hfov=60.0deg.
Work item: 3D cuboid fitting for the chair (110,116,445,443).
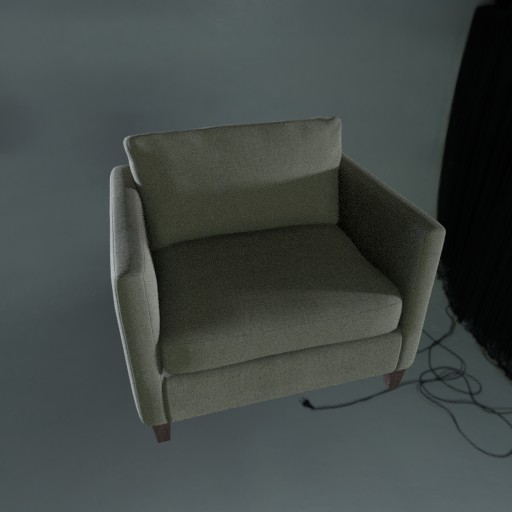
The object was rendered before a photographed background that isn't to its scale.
[{"bbox_3d":[0.000,0.000,1.847,1.107,0.963,0.959,-8,32,-13],"label":"chair"}]
